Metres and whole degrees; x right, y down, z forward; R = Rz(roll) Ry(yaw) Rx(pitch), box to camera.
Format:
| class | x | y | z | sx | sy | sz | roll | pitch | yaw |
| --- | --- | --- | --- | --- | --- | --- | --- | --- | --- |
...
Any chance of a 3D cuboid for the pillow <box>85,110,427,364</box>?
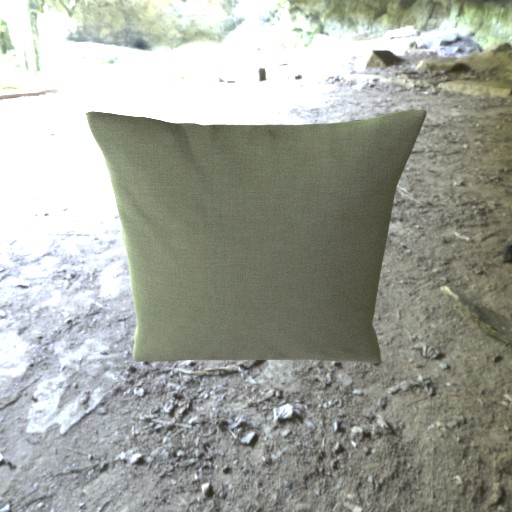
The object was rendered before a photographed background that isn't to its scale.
| class | x | y | z | sx | sy | sz | roll | pitch | yaw |
| --- | --- | --- | --- | --- | --- | --- | --- | --- | --- |
| pillow | 0.000 | 0.000 | 0.794 | 0.517 | 0.508 | 0.158 | 0 | 30 | 0 |
